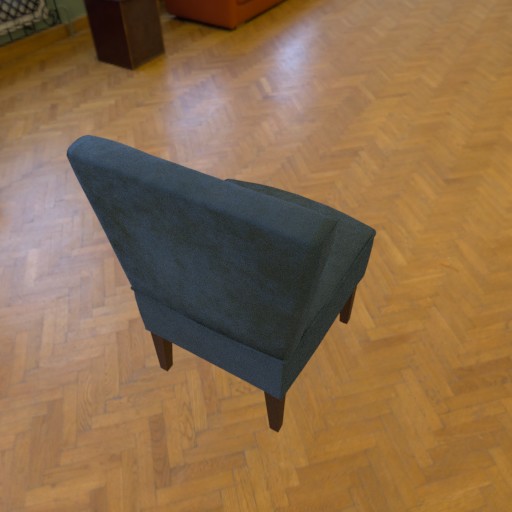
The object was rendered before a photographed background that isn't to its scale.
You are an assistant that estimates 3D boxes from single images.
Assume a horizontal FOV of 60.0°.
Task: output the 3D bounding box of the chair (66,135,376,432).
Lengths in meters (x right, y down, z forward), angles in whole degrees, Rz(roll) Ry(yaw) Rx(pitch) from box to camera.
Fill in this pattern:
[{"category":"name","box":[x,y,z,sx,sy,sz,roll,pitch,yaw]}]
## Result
[{"category":"chair","box":[0.000,0.000,1.172,0.521,0.806,0.551,22,50,20]}]
